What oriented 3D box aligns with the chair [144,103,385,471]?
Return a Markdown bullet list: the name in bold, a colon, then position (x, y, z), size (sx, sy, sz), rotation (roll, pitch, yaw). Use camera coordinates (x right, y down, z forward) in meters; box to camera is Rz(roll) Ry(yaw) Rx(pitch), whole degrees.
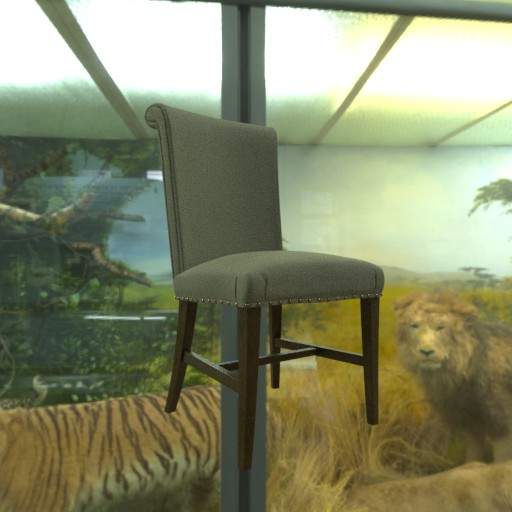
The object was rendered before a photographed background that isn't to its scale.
- **chair**: position (0.000, 0.000, 1.385), size (0.513, 0.988, 0.608), rotation (0, 0, -36)
